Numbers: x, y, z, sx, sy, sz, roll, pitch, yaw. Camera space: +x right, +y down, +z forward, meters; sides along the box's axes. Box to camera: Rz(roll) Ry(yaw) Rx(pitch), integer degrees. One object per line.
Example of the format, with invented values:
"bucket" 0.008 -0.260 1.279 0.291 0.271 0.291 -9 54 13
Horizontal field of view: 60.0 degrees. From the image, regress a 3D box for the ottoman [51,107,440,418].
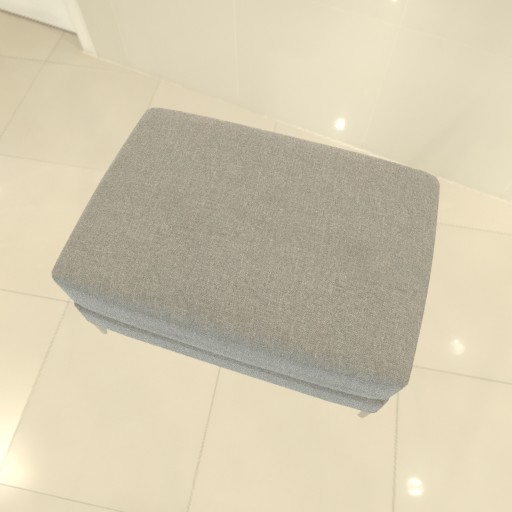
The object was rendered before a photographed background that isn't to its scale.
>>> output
"ottoman" 0.000 0.000 1.198 0.838 0.457 0.584 16 64 8
